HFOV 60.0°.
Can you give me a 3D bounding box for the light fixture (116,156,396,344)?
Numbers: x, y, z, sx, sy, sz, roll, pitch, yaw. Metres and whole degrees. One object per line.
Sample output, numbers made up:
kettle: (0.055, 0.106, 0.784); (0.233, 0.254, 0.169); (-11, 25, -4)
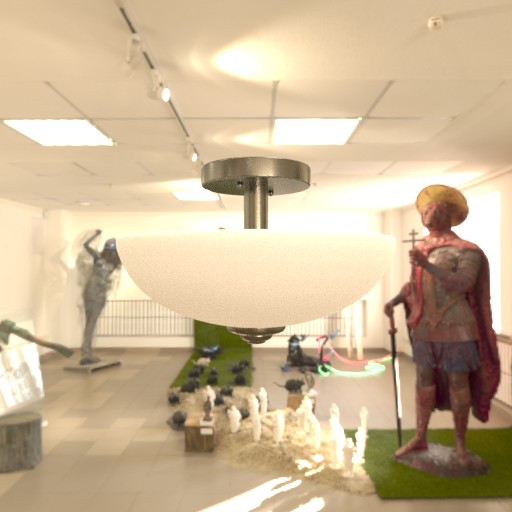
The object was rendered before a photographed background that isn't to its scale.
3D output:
light fixture: (0.000, 0.000, 0.547); (0.330, 0.214, 0.330); (0, -1, 0)
